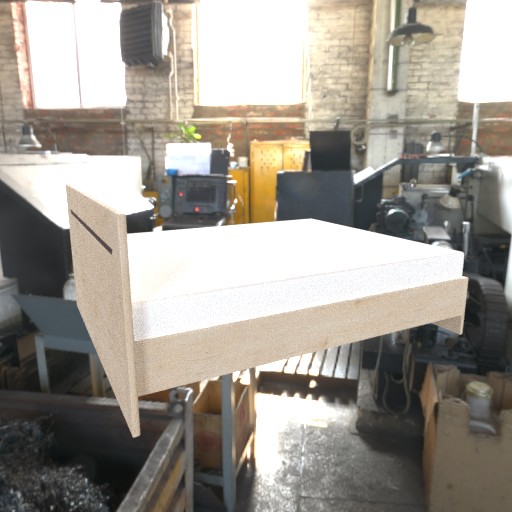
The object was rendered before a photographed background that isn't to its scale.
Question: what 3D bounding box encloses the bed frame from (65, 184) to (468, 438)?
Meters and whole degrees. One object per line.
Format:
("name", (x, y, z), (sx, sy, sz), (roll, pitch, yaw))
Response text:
("bed frame", (0.000, 0.000, 2.925), (2.080, 0.900, 1.800), (-7, 15, -27))
